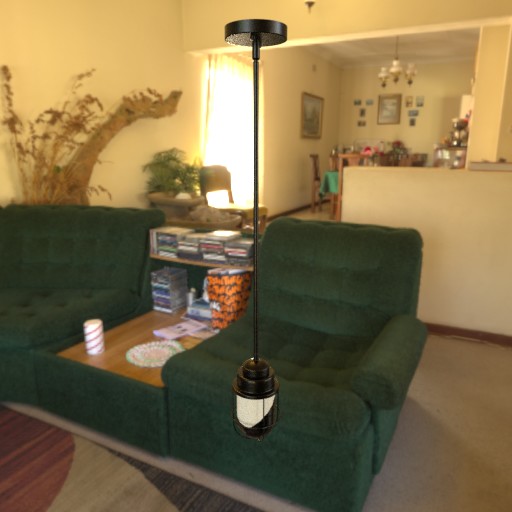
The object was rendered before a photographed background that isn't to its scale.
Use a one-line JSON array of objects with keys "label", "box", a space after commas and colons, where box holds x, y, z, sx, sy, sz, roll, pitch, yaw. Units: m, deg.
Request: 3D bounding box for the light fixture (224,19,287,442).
[{"label": "light fixture", "box": [0.000, 0.000, 0.977, 0.123, 0.920, 0.123, 2, 14, 10]}]
